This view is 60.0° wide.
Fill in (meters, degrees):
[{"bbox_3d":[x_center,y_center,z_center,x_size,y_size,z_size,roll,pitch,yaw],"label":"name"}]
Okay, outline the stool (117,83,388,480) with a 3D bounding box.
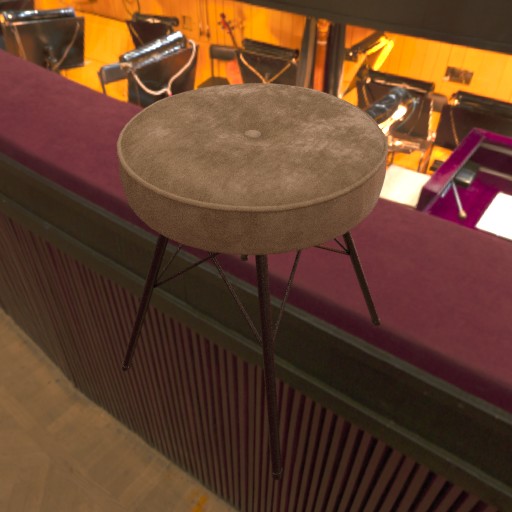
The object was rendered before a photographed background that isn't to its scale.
[{"bbox_3d":[0.000,0.000,0.848,0.423,0.538,0.457,25,47,26],"label":"stool"}]
